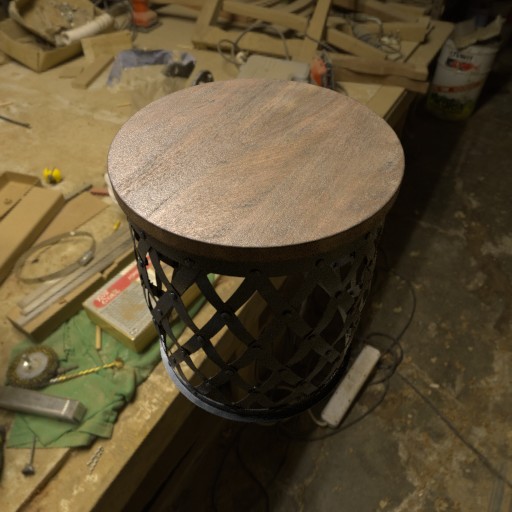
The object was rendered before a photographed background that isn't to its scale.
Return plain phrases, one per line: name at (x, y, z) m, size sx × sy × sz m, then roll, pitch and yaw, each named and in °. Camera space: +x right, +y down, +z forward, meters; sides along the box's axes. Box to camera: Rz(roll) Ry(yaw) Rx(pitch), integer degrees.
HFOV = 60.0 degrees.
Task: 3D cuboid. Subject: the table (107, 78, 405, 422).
table at (0.000, 0.000, 0.780) m, size 0.405 × 0.454 × 0.405 m, roll 0°, pitch 47°, yaw 0°
